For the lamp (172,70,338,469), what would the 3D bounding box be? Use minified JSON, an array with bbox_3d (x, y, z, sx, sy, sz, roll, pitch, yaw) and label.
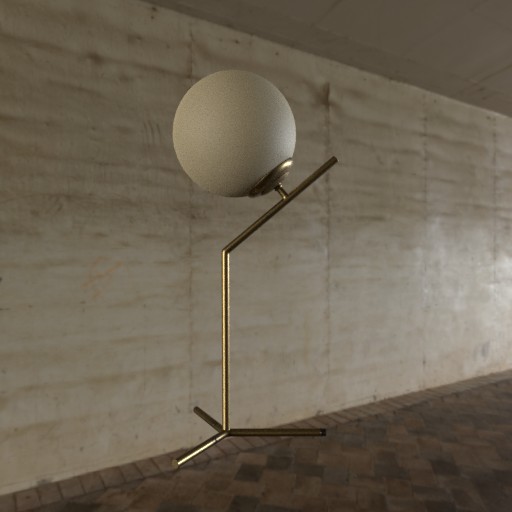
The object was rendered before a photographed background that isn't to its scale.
[{"bbox_3d":[0.000,0.000,0.676,0.251,0.552,0.210,0,0,0],"label":"lamp"}]
